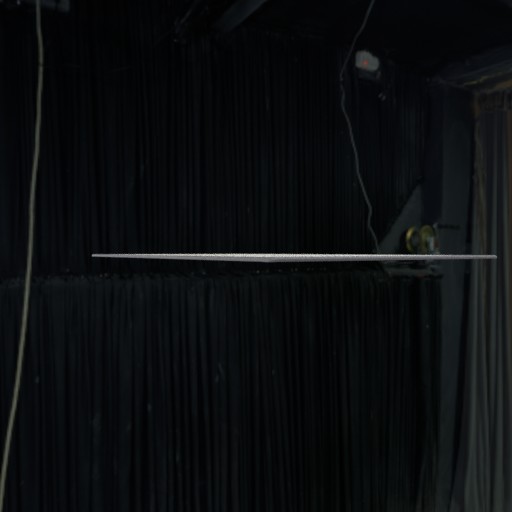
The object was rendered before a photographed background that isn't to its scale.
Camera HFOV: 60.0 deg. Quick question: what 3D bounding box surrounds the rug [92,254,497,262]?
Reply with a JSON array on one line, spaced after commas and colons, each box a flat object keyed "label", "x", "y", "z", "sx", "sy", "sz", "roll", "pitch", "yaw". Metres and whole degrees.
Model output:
[{"label": "rug", "x": 0.000, "y": 0.000, "z": 2.060, "sx": 1.067, "sy": 0.013, "sz": 1.676, "roll": 0, "pitch": 1, "yaw": -34}]
